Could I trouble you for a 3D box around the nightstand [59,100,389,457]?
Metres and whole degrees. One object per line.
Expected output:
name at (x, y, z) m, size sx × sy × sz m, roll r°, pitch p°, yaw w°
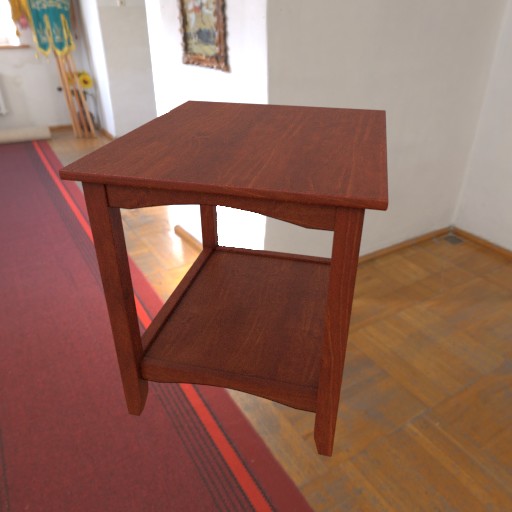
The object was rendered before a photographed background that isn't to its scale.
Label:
nightstand at (0.000, 0.000, 1.014) m, size 0.501 × 0.558 × 0.558 m, roll 7°, pitch 31°, yaw 12°
